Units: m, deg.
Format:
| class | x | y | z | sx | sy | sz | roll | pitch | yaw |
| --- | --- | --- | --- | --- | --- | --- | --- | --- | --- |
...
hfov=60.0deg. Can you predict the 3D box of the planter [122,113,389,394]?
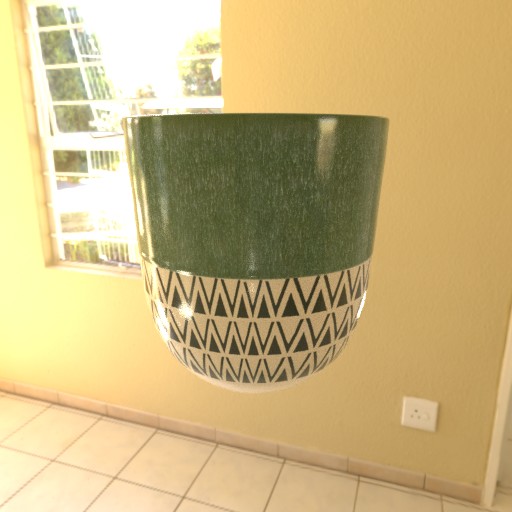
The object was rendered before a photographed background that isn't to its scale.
| class | x | y | z | sx | sy | sz | roll | pitch | yaw |
| --- | --- | --- | --- | --- | --- | --- | --- | --- | --- |
| planter | 0.000 | 0.000 | 0.364 | 0.195 | 0.214 | 0.195 | 0 | 15 | 0 |
